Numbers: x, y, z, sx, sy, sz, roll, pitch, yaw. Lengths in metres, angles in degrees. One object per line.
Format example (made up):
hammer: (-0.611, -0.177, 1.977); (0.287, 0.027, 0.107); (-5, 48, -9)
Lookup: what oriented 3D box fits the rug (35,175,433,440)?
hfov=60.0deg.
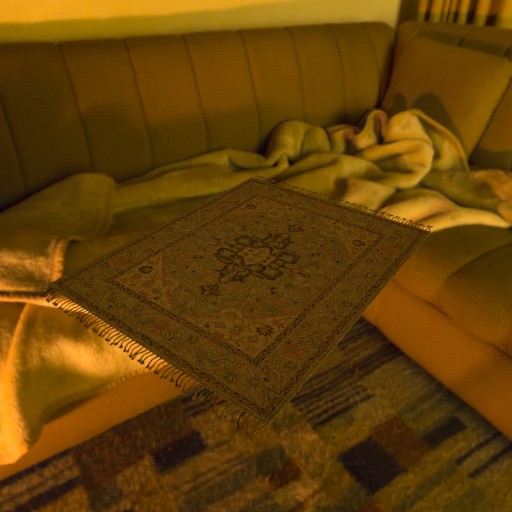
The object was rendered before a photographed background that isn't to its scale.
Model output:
rug: (0.000, 0.000, 3.528); (1.971, 0.010, 2.651); (22, 39, 30)
